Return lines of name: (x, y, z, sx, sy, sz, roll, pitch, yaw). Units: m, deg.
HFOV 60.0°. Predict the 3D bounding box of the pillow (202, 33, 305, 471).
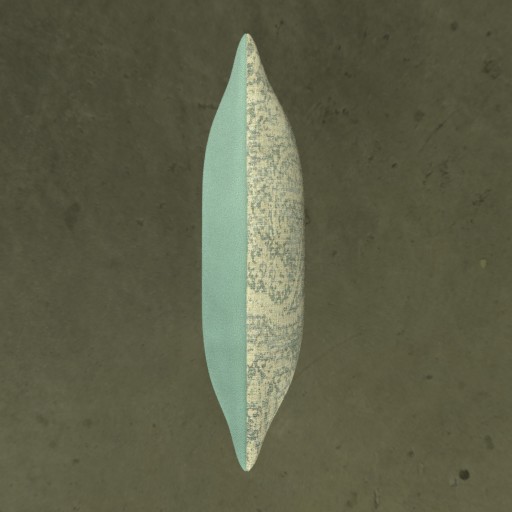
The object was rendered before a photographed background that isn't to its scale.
pillow: (0.000, 0.000, 0.777, 0.166, 0.507, 0.526, 0, 89, 1)
